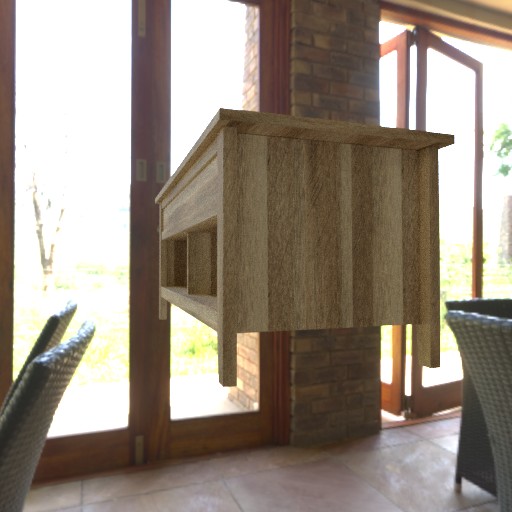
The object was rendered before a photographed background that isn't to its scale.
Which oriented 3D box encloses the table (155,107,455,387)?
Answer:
[{"bbox_3d":[0.000,0.000,1.340,0.493,0.480,1.095,0,-1,-18],"label":"table"}]
